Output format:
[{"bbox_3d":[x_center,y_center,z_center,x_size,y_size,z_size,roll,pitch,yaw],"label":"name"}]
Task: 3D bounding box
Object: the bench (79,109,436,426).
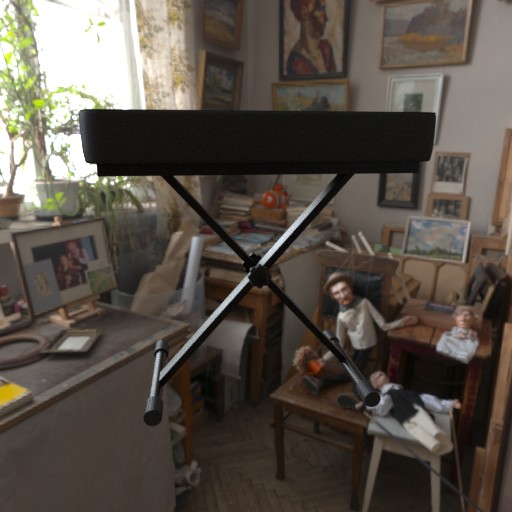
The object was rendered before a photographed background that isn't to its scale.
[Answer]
[{"bbox_3d":[0.000,0.000,0.926,0.600,0.561,0.300,-2,15,-8],"label":"bench"}]
